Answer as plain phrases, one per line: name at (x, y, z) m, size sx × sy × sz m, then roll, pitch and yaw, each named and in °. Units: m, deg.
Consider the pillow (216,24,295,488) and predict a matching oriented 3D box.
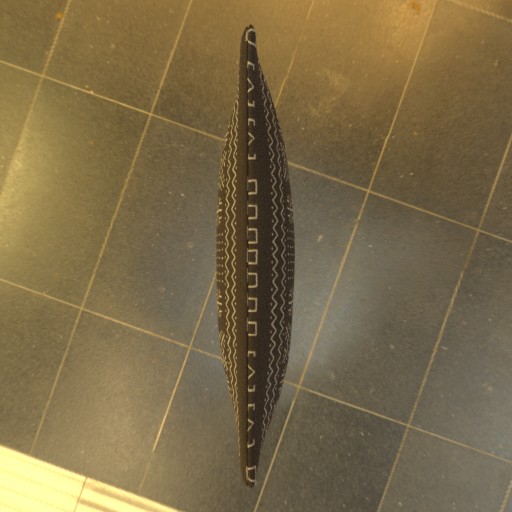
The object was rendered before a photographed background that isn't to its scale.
pillow at (0.000, 0.000, 0.779) m, size 0.135 × 0.322 × 0.667 m, roll 0°, pitch 90°, yaw 1°
